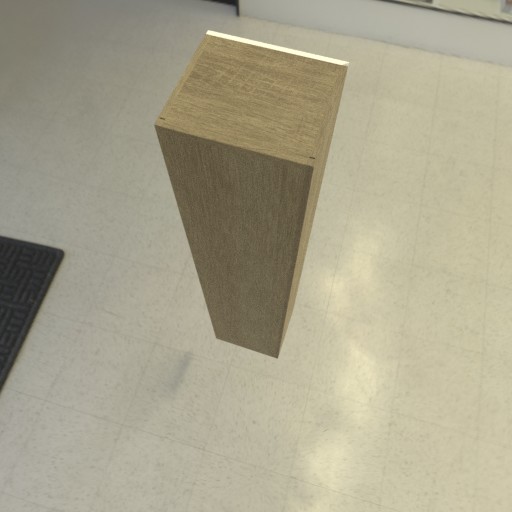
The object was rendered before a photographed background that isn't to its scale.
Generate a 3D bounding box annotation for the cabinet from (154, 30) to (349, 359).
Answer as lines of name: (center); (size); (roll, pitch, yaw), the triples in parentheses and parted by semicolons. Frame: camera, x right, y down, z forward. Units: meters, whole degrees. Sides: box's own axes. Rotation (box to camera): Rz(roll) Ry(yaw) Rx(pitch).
cabinet: (0.000, 0.000, 1.467); (0.300, 1.400, 0.270); (17, 65, 8)
